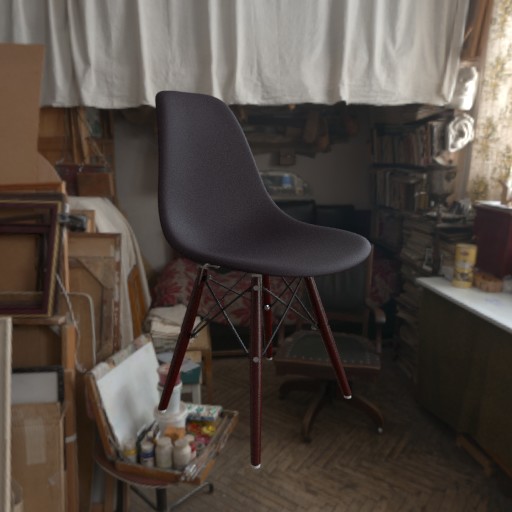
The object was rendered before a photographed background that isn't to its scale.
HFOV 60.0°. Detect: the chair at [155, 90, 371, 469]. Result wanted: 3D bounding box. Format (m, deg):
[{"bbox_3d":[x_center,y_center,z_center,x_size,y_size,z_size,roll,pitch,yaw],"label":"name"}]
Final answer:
[{"bbox_3d":[0.000,0.000,1.128,0.533,0.826,0.470,12,18,41],"label":"chair"}]
